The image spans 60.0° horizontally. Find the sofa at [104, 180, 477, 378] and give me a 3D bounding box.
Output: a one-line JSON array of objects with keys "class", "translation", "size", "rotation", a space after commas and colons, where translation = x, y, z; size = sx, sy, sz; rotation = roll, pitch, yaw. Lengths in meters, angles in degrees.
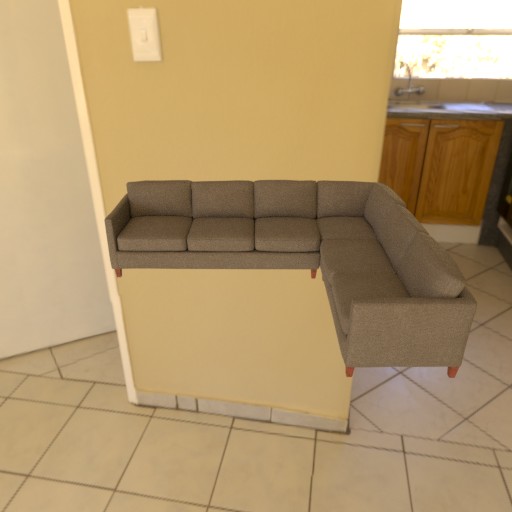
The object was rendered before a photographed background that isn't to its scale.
[{"class": "sofa", "translation": [0.000, 0.000, 4.480], "size": [3.302, 0.947, 2.593], "rotation": [0, 27, 1]}]
